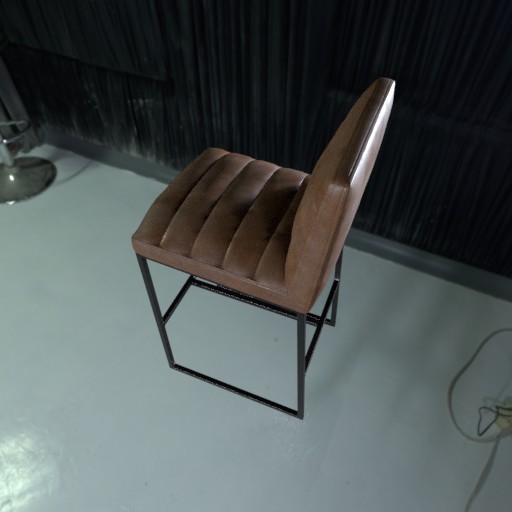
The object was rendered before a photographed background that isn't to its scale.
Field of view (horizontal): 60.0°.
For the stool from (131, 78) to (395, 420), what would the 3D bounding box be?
[{"bbox_3d":[0.000,0.000,1.377,0.562,1.065,0.463,17,50,15],"label":"stool"}]
